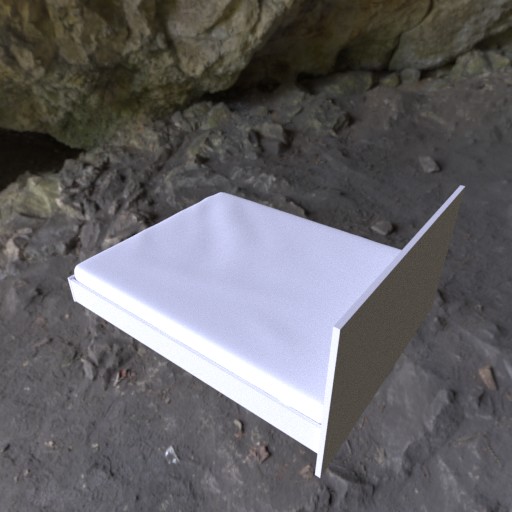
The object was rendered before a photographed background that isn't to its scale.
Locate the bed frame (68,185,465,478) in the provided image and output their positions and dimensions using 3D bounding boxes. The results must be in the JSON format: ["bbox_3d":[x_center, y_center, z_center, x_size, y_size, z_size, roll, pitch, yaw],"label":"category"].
[{"bbox_3d":[0.000,0.000,3.090,2.100,1.001,1.711,22,39,30],"label":"bed frame"}]
